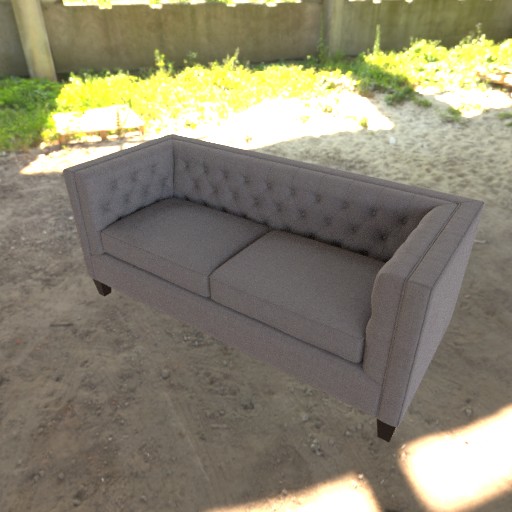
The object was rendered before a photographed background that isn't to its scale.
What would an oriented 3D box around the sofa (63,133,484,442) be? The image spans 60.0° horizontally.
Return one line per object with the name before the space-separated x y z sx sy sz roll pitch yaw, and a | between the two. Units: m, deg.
sofa | 0.000 0.000 2.186 1.778 0.762 0.775 20 36 29
